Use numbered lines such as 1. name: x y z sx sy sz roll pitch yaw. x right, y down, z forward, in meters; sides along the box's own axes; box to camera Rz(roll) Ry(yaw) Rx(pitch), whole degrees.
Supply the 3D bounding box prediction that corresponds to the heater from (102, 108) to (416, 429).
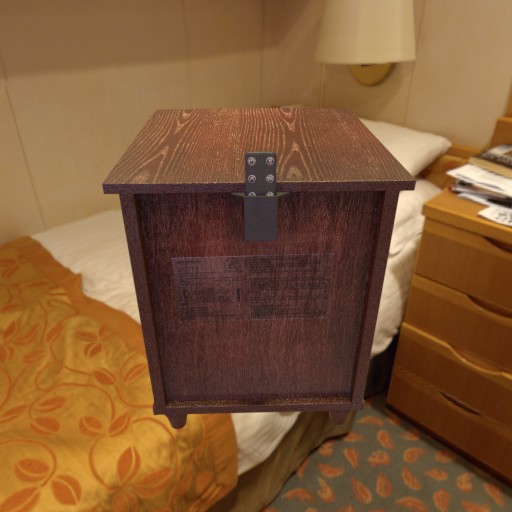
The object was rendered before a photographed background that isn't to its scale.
1. heater: 0.000 0.000 0.767 0.362 0.481 0.400 -1 31 -1
